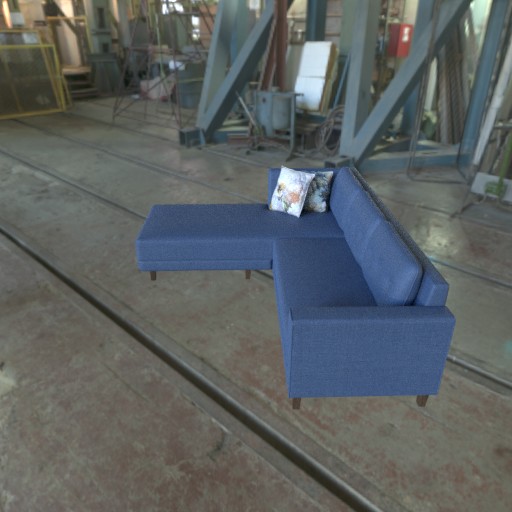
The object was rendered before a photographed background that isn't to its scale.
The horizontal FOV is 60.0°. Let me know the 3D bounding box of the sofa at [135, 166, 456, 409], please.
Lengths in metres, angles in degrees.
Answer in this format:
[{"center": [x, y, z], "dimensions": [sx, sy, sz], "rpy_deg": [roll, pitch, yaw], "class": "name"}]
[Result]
[{"center": [0.000, 0.000, 3.094], "dimensions": [1.829, 0.787, 2.120], "rpy_deg": [-1, 27, -1], "class": "sofa"}]
